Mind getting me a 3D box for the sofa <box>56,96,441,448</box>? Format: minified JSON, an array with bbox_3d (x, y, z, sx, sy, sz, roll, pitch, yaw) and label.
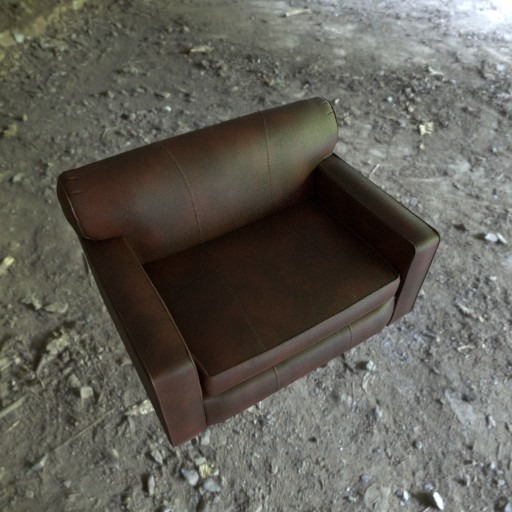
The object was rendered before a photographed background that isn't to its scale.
[{"bbox_3d":[0.000,0.000,2.091,1.413,0.956,1.000,-23,50,-21],"label":"sofa"}]
